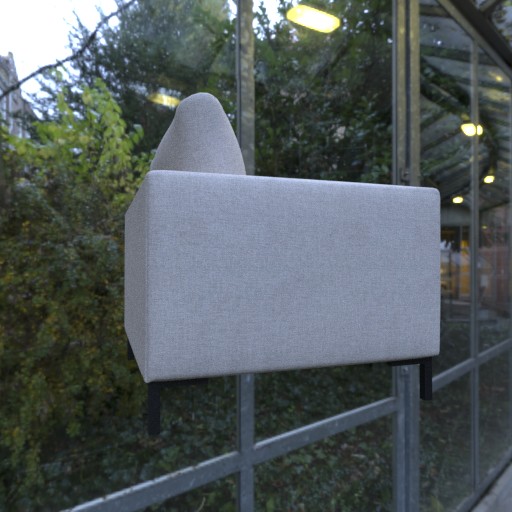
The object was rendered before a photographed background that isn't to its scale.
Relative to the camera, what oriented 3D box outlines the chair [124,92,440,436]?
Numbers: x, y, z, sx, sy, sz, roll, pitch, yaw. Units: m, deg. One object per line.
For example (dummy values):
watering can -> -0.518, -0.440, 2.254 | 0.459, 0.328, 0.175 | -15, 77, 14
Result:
chair -> 0.000, 0.000, 1.599 | 0.866, 0.861, 0.963 | 0, -1, -19
